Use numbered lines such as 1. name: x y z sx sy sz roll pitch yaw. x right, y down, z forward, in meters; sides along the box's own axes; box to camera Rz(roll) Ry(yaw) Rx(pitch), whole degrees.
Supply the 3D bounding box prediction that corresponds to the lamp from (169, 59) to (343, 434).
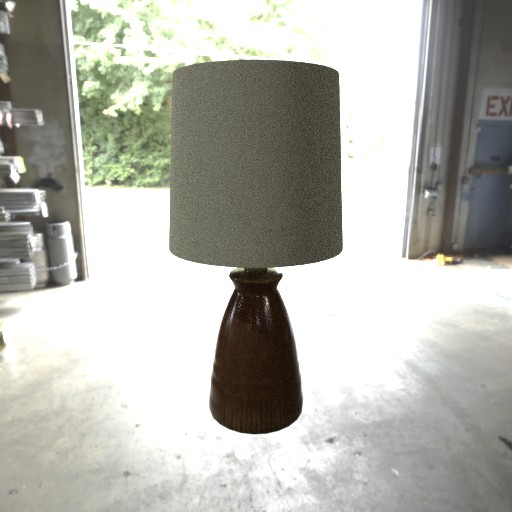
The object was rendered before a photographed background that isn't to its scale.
1. lamp: 0.000 0.000 0.484 0.186 0.369 0.186 0 13 0
